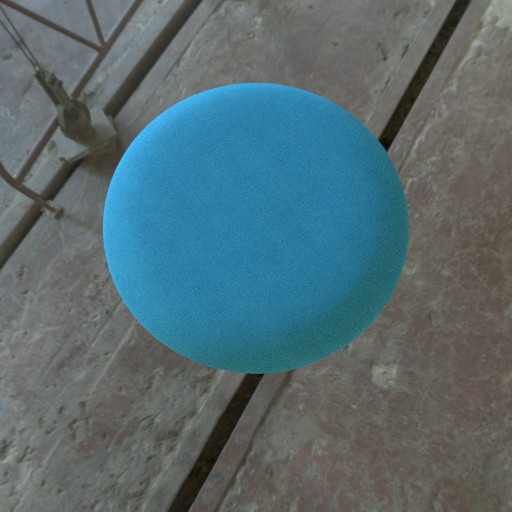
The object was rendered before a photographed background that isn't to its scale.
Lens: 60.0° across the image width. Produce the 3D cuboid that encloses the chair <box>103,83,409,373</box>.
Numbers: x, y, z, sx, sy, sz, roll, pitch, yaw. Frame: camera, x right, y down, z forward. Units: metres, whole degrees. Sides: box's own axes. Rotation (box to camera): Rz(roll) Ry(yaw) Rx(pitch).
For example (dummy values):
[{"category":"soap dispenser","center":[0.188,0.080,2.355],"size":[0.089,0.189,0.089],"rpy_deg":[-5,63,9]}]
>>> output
[{"category":"chair","center":[0.000,0.000,0.676],"size":[0.350,0.430,0.350],"rpy_deg":[-15,75,-4]}]
